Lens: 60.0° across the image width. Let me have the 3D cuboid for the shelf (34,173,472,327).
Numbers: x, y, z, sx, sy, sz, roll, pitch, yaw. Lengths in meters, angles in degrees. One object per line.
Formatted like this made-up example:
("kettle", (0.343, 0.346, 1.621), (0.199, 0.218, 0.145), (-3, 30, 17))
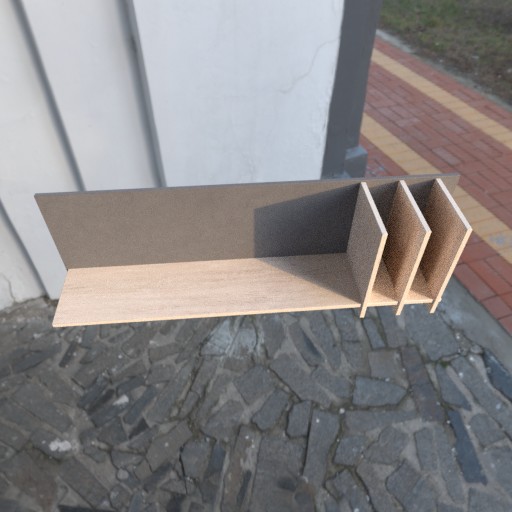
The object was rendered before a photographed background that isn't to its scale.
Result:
("shelf", (0.000, 0.000, 1.102), (1.020, 0.300, 0.200), (-3, 45, -3))
